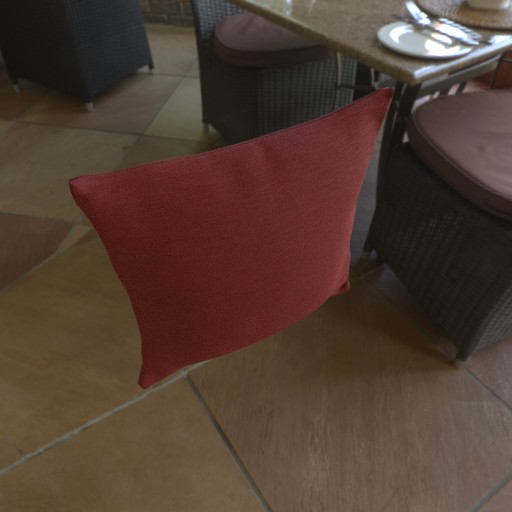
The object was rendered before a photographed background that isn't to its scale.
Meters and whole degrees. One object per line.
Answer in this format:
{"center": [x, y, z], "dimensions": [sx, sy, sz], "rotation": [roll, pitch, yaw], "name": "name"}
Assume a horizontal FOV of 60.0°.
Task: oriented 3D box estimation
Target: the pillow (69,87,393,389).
{"center": [0.000, 0.000, 0.659], "dimensions": [0.435, 0.416, 0.151], "rotation": [-22, 49, -21], "name": "pillow"}
